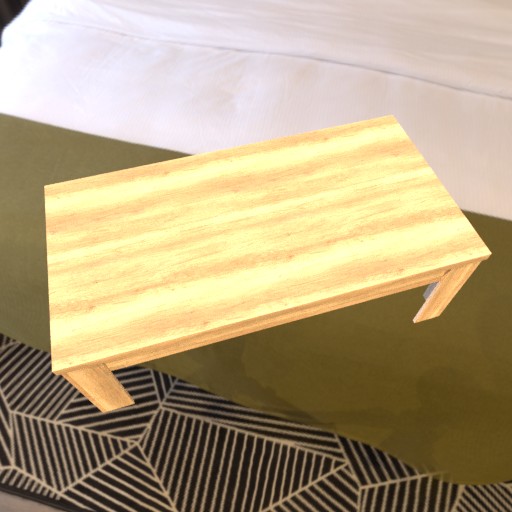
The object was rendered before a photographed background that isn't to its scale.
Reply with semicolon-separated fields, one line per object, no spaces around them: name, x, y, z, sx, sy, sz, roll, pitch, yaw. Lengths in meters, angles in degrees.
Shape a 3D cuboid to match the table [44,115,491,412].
table;0.000;0.000;1.675;1.350;0.460;0.700;-14;57;-9
